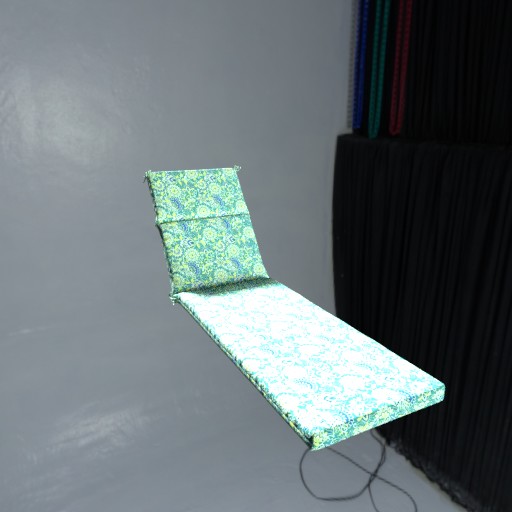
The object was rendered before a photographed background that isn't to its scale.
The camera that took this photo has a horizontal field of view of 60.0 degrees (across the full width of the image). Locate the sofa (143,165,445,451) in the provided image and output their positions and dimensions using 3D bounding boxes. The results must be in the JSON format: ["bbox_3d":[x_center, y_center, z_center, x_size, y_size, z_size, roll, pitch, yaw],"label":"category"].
[{"bbox_3d":[0.000,0.000,1.929,0.582,0.622,1.663,-9,19,-26],"label":"sofa"}]
